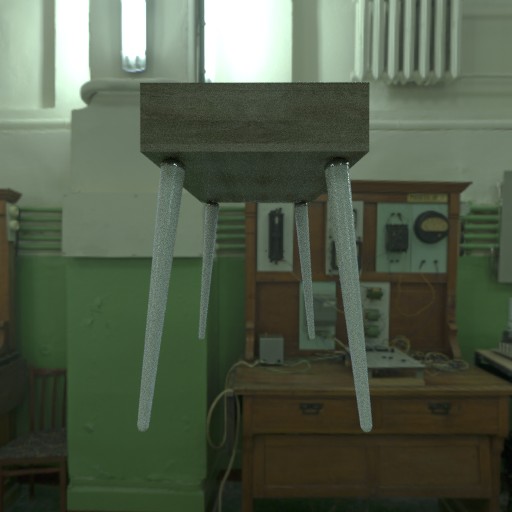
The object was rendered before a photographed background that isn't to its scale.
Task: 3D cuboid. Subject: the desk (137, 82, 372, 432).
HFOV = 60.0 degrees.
[{"bbox_3d":[0.000,0.000,1.400,0.491,0.723,0.979,0,1,0],"label":"desk"}]
